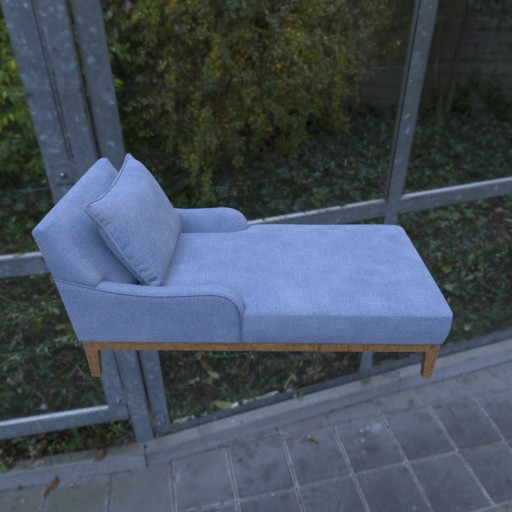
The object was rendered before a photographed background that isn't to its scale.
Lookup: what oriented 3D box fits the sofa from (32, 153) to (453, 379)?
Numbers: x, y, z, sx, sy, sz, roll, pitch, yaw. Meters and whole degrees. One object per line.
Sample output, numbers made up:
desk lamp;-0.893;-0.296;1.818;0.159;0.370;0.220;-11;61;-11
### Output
sofa;0.000;0.000;2.316;1.779;0.883;0.904;0;31;0
